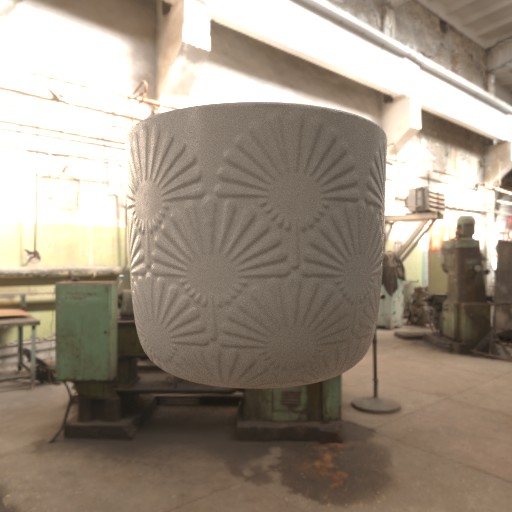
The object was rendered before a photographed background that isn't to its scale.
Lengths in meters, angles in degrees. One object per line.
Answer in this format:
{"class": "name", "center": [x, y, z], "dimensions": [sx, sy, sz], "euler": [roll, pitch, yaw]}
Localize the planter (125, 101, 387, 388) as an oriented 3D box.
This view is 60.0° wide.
{"class": "planter", "center": [0.000, 0.000, 0.218], "dimensions": [0.124, 0.109, 0.124], "euler": [0, 0, 0]}
